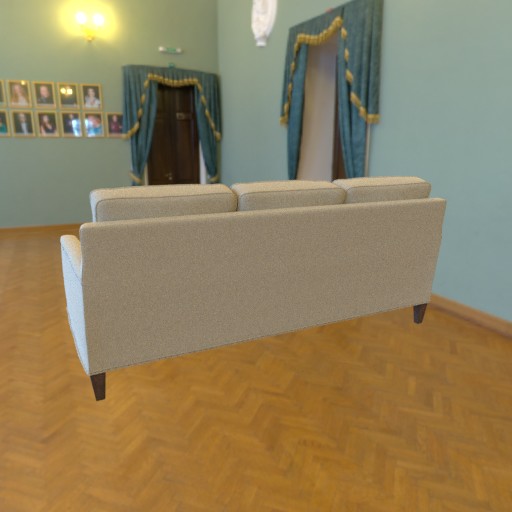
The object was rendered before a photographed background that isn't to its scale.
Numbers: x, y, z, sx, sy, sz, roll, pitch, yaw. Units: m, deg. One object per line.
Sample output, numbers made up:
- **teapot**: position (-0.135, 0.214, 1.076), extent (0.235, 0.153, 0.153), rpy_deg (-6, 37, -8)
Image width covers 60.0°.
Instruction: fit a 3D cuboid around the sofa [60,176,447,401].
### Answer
- **sofa**: position (0.000, 0.000, 2.839), extent (2.246, 1.003, 1.084), rpy_deg (-7, 16, -26)
